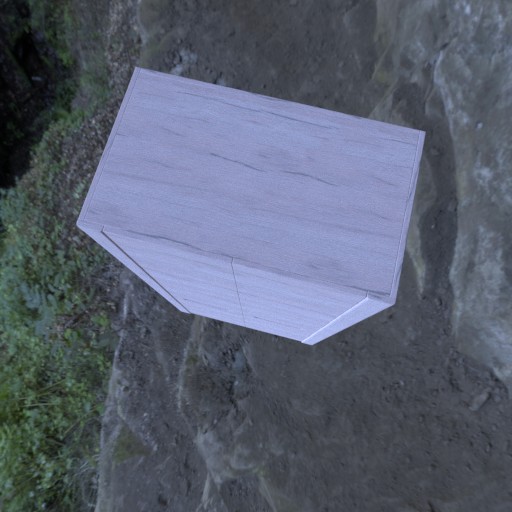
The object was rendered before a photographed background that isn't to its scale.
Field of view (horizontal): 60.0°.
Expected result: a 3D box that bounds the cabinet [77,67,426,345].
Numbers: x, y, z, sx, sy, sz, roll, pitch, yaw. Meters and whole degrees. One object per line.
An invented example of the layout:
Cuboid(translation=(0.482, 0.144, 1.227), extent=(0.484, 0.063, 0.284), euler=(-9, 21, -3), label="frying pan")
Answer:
Cuboid(translation=(0.000, 0.000, 2.315), extent=(0.980, 1.930, 0.580), euler=(14, 76, 4), label="cabinet")
